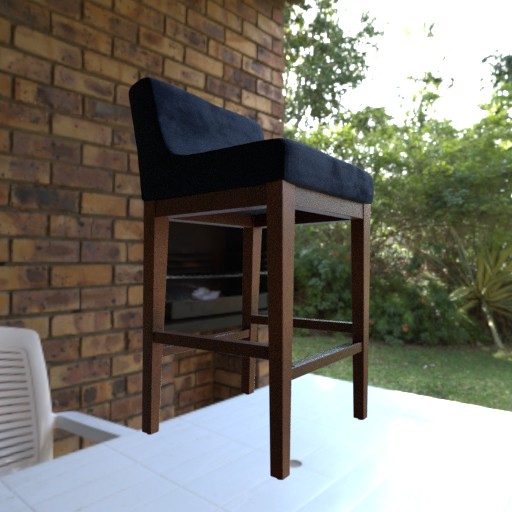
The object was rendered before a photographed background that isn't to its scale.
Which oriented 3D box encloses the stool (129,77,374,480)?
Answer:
[{"bbox_3d":[0.000,0.000,1.242,0.516,0.945,0.511,0,-1,36],"label":"stool"}]
